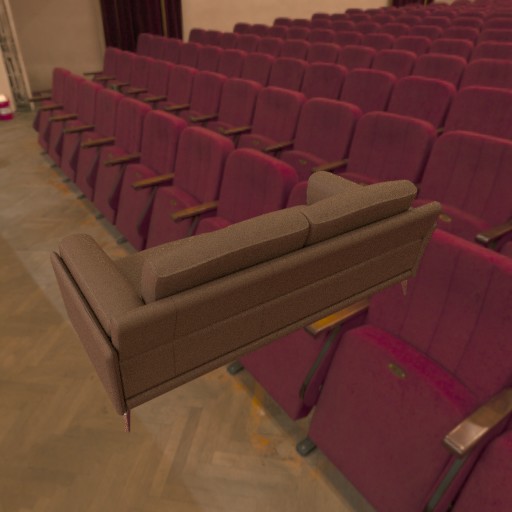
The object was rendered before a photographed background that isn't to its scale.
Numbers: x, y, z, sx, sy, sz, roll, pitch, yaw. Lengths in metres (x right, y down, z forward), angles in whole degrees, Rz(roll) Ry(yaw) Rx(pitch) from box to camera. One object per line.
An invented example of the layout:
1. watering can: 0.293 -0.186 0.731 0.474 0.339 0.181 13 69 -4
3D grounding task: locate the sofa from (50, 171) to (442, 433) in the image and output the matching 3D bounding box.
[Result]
1. sofa: 0.000 0.000 2.668 2.101 0.930 1.049 -19 36 -29
